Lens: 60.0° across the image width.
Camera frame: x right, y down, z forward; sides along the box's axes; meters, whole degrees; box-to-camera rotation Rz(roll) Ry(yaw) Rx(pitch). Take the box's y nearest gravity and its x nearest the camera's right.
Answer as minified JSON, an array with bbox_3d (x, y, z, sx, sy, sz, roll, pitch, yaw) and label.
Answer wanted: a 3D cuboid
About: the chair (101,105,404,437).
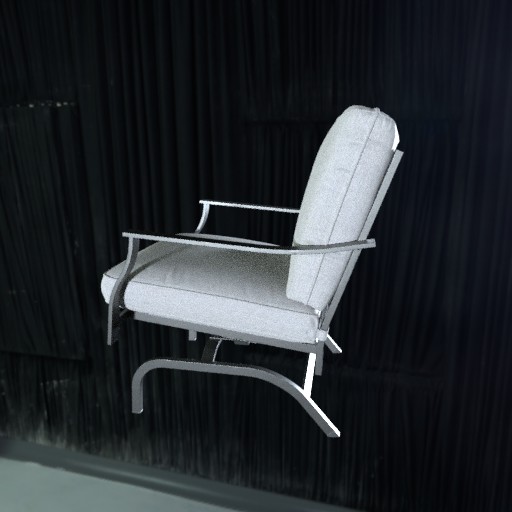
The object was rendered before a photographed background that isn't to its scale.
[{"bbox_3d":[0.000,0.000,1.392,0.787,0.860,0.650,3,15,11],"label":"chair"}]
